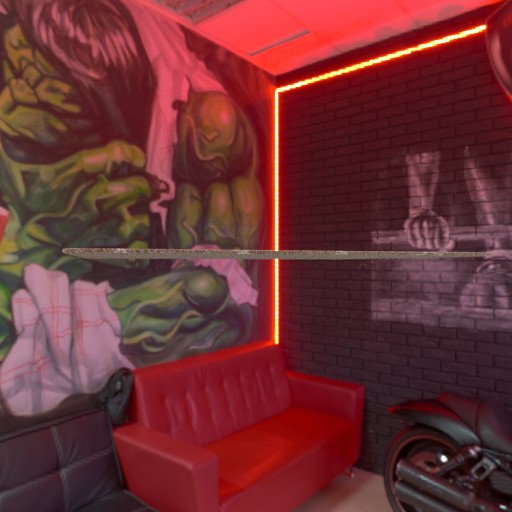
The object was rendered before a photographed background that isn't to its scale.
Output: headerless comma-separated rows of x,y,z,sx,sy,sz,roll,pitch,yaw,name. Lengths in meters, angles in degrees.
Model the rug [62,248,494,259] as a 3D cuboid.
0.000,0.000,4.060,3.047,0.029,2.438,0,-1,-18,rug
